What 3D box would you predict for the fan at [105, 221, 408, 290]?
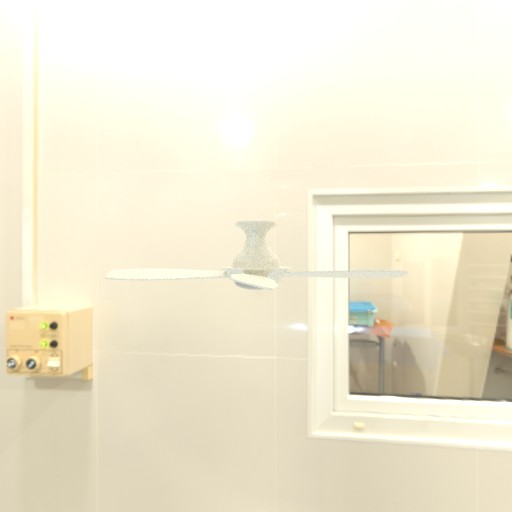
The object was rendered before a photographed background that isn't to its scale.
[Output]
[{"bbox_3d":[0.000,0.000,2.513,1.694,0.382,1.693,0,0,1],"label":"fan"}]
